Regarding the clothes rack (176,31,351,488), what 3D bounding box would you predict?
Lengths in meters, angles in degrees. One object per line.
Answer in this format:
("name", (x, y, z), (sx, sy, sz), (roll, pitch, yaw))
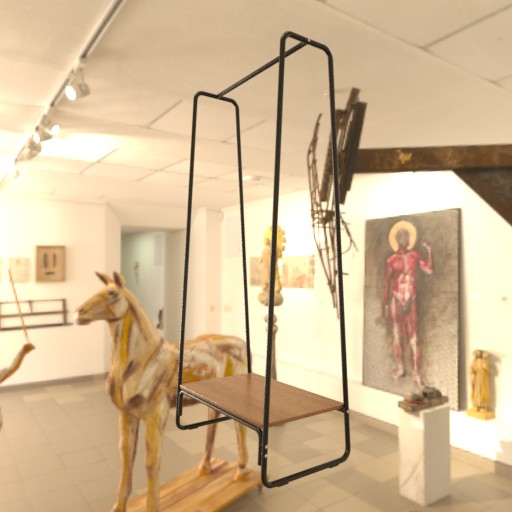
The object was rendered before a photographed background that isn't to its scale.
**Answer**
("clothes rack", (0.000, 0.000, 1.774), (0.400, 1.500, 0.640), (1, -2, -35))
